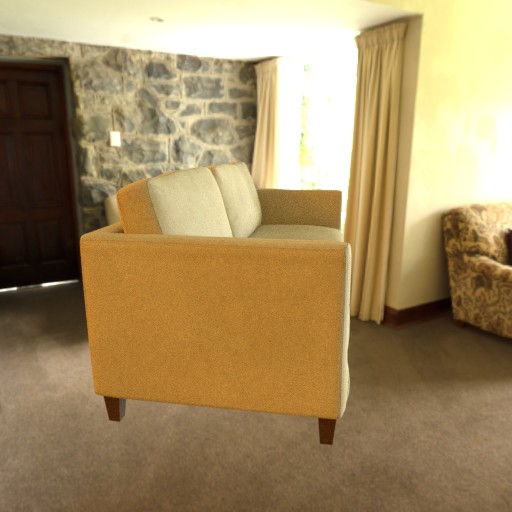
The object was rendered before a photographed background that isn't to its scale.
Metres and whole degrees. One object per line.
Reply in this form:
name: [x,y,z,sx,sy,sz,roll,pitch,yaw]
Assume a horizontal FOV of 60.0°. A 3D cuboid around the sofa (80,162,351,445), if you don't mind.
sofa: [0.000,0.000,2.360,0.950,0.940,1.846,2,14,10]
